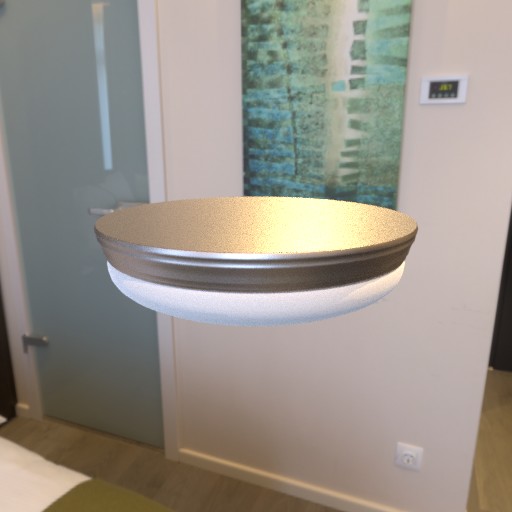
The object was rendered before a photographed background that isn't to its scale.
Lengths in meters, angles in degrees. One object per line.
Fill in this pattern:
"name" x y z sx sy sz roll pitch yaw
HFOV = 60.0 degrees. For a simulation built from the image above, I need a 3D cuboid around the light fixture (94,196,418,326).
"light fixture" 0.000 0.000 0.545 0.368 0.100 0.368 0 15 0
